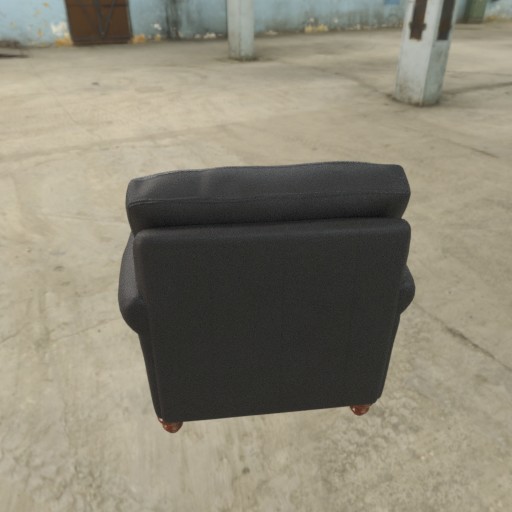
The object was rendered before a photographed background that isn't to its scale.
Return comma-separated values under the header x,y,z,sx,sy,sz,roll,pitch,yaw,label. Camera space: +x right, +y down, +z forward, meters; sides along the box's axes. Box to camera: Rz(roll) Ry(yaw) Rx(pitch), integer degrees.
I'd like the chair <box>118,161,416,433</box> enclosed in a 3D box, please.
x,y,z,sx,sy,sz,roll,pitch,yaw,label
0.000,0.000,1.778,1.015,0.960,1.027,-1,30,-1,chair
